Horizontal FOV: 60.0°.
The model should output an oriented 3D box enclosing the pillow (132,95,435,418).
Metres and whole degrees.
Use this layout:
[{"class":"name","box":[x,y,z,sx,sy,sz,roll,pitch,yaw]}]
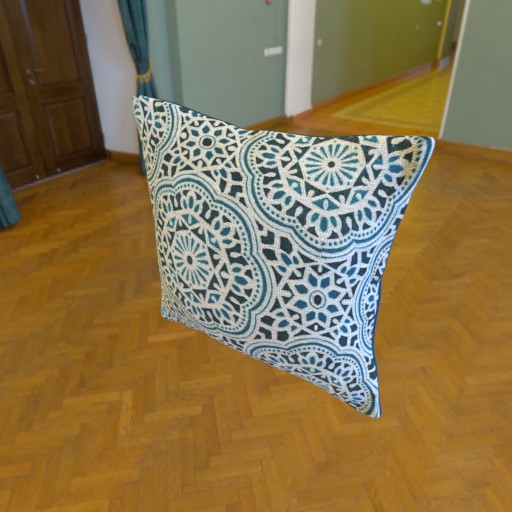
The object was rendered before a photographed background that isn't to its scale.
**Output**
[{"class":"pillow","box":[0.000,0.000,0.654,0.440,0.420,0.145,19,36,28]}]
